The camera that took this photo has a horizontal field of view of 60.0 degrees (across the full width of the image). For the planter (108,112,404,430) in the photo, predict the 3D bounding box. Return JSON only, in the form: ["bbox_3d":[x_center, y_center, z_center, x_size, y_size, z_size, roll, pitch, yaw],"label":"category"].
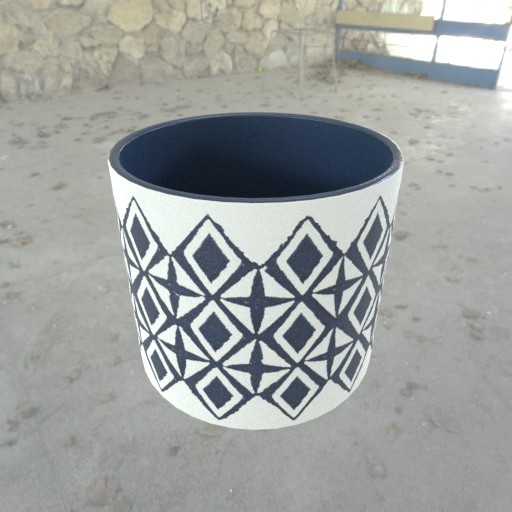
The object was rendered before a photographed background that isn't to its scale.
[{"bbox_3d":[0.000,0.000,0.397,0.224,0.203,0.224,0,31,0],"label":"planter"}]
